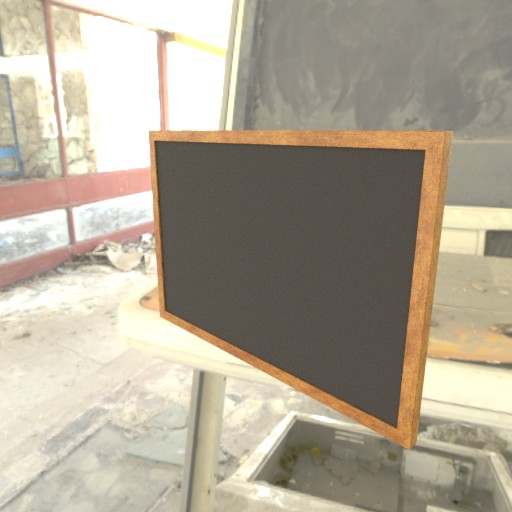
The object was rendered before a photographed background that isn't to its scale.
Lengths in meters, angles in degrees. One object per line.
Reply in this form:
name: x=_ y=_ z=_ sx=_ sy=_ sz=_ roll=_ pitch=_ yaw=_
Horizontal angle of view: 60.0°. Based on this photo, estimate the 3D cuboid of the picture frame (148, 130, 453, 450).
picture frame: x=0.000 y=0.000 z=1.138 sx=0.029 sy=0.621 sz=0.922 roll=-15 pitch=22 yaw=-42
